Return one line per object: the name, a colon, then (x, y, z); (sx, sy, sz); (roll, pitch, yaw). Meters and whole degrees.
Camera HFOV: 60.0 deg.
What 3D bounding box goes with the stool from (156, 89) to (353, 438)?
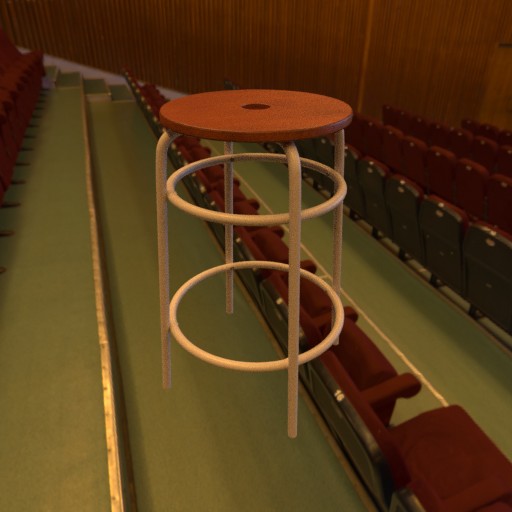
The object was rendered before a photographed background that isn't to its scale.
stool: (0.000, 0.000, 0.934); (0.455, 0.610, 0.455); (-10, 32, -17)
